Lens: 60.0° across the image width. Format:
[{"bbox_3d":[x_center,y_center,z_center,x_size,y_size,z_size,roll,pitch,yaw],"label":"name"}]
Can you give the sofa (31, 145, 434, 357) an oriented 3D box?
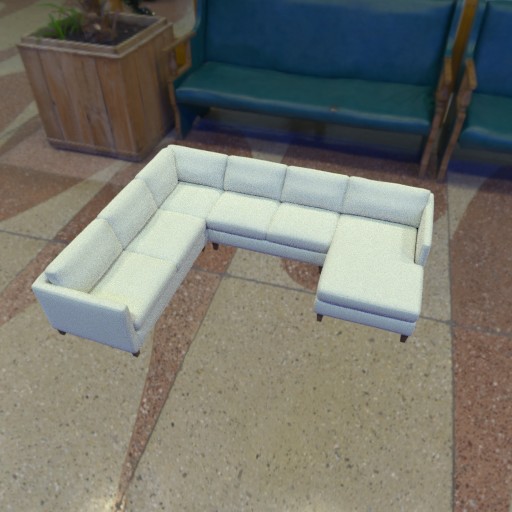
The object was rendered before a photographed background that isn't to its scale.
[{"bbox_3d":[0.000,0.000,4.433,3.238,0.853,2.551,13,44,13],"label":"sofa"}]
